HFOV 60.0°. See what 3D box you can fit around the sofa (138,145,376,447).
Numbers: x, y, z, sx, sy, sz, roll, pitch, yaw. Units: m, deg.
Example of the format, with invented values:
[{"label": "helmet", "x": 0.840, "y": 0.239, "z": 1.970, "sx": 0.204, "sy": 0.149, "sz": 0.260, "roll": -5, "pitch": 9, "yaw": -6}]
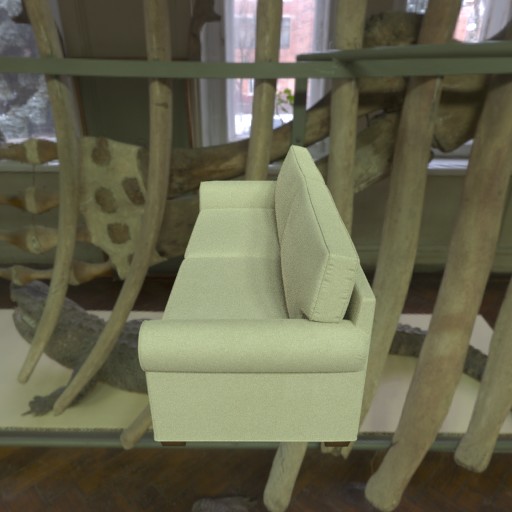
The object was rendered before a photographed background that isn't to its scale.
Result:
[{"label": "sofa", "x": 0.000, "y": 0.000, "z": 2.653, "sx": 0.901, "sy": 0.962, "sz": 2.146, "roll": 0, "pitch": 25, "yaw": 0}]
